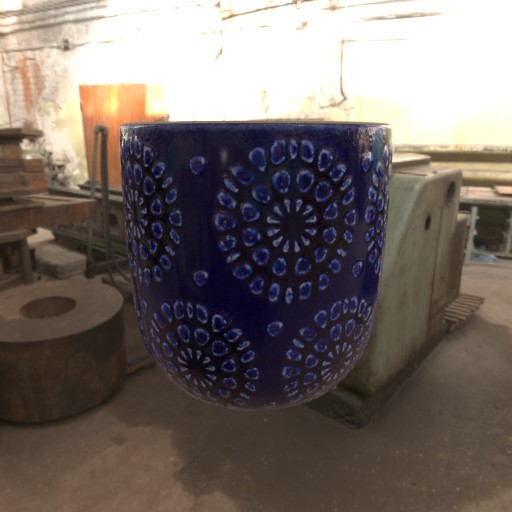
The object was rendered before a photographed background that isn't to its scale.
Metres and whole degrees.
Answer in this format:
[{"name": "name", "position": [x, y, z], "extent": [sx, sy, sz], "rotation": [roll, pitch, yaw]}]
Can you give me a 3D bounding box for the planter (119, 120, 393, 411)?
[{"name": "planter", "position": [0.000, 0.000, 0.196], "extent": [0.109, 0.112, 0.109], "rotation": [0, 15, 0]}]
